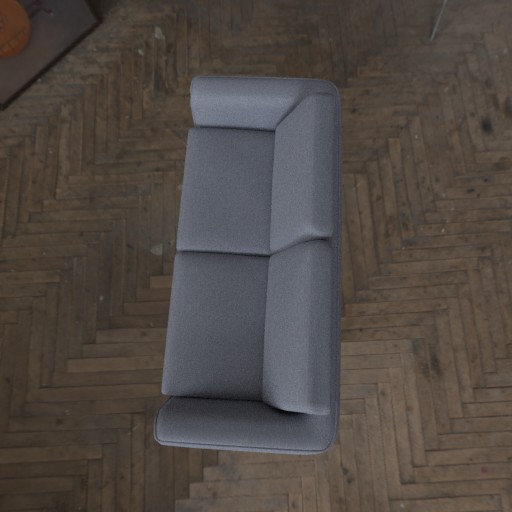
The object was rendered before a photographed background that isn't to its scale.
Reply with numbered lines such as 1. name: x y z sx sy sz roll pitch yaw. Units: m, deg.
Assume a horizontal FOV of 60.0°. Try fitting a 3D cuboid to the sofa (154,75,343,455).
1. sofa: 0.000 0.000 2.530 0.920 0.870 2.000 3 76 1
